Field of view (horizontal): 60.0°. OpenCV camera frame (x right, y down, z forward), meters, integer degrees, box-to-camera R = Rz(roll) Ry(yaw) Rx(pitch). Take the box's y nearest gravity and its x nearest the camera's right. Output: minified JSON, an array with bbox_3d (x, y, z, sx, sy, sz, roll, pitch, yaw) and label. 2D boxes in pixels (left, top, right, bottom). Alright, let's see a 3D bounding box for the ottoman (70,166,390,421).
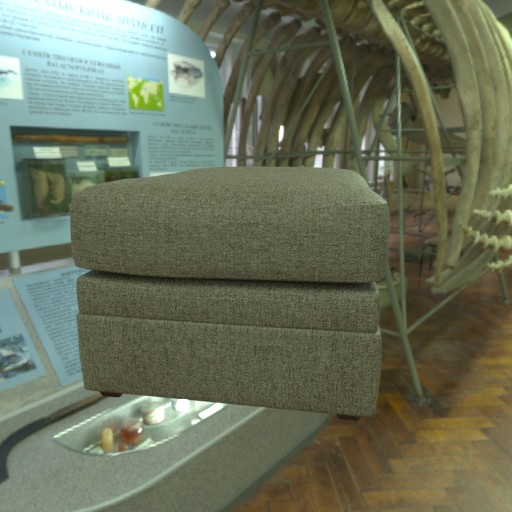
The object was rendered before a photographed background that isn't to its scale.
[{"bbox_3d":[0.000,0.000,1.252,0.637,0.478,0.885,2,14,9],"label":"ottoman"}]
